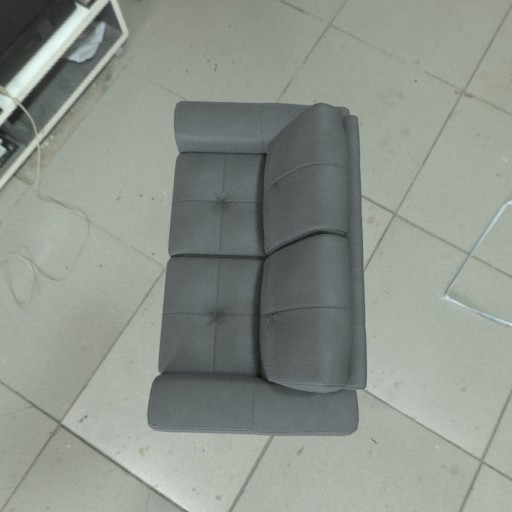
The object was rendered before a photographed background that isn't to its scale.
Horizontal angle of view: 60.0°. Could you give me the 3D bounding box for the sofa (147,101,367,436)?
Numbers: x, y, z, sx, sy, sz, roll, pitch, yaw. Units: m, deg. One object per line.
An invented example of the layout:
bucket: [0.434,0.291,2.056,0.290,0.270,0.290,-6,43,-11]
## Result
sofa: [0.000,0.000,2.395,1.018,0.907,1.806,2,75,0]
